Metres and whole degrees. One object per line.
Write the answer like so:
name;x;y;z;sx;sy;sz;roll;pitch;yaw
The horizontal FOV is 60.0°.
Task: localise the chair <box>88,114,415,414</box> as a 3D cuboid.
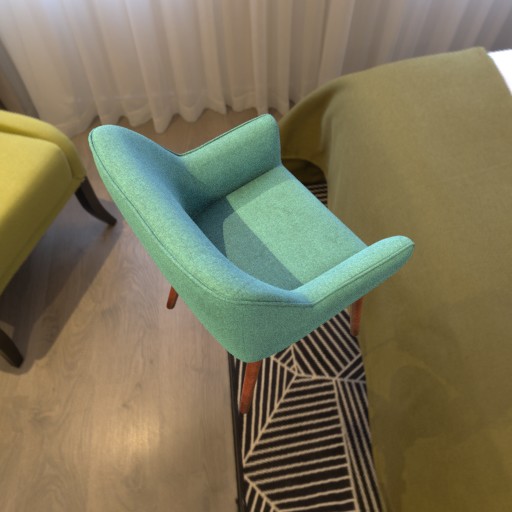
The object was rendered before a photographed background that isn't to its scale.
chair;0.000;0.000;1.147;0.519;0.803;0.543;-33;64;-18
